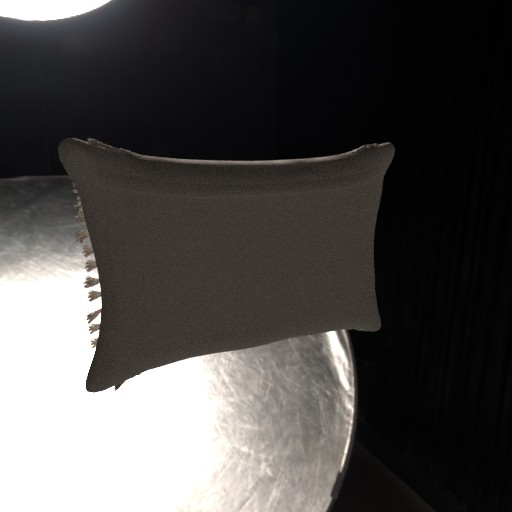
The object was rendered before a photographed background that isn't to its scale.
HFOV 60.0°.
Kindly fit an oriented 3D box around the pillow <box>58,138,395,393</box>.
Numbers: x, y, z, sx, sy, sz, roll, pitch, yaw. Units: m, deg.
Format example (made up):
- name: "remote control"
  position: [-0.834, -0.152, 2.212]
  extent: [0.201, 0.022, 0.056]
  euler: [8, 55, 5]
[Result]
- name: "pillow"
  position: [0.000, 0.000, 0.601]
  extent: [0.466, 0.305, 0.084]
  euler: [-7, 15, -26]
